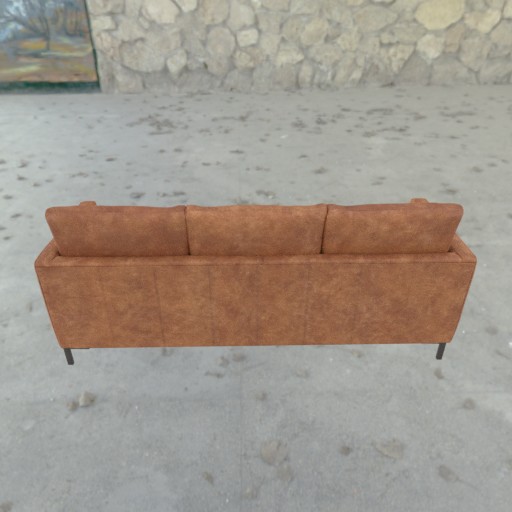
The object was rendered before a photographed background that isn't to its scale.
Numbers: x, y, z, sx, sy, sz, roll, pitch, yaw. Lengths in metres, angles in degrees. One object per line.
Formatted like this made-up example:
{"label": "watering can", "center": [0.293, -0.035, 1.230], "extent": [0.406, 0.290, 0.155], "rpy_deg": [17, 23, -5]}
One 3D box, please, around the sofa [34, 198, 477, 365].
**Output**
{"label": "sofa", "center": [0.000, 0.000, 2.391], "extent": [2.029, 0.863, 0.748], "rpy_deg": [-1, 31, -1]}
